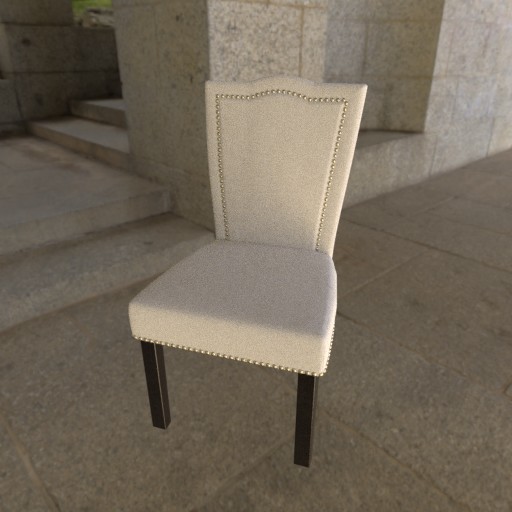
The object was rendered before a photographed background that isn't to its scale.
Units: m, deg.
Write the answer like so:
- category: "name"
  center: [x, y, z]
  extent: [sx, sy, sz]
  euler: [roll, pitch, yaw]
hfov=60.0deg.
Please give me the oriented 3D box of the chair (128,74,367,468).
- category: "chair"
  center: [0.000, 0.000, 1.282]
  extent: [0.518, 0.946, 0.589]
  euler: [8, 26, 16]
